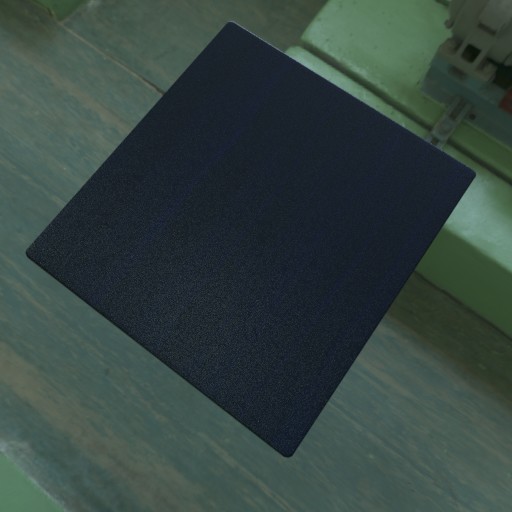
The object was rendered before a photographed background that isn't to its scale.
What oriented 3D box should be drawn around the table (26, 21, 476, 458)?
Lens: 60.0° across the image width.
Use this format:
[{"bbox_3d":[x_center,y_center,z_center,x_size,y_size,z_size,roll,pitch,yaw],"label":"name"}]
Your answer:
[{"bbox_3d":[0.000,0.000,0.969,0.500,0.567,0.533,35,78,8],"label":"table"}]
